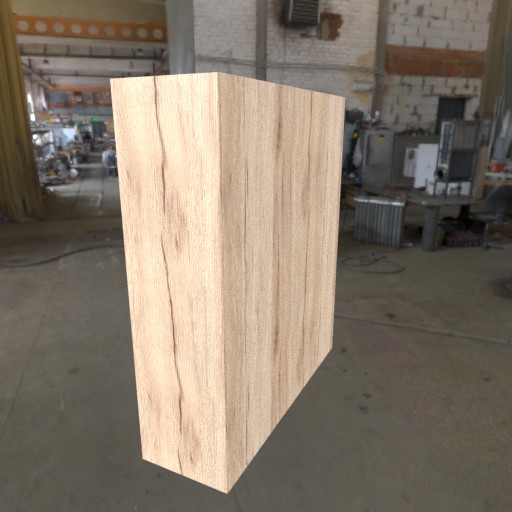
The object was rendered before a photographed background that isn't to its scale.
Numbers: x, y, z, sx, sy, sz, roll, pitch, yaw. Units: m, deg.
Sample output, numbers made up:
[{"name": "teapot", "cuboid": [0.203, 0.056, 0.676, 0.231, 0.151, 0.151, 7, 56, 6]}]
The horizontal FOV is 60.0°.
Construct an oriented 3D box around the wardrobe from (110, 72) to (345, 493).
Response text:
[{"name": "wardrobe", "cuboid": [0.000, 0.000, 2.949, 0.580, 2.070, 1.810, 8, 18, 26]}]
